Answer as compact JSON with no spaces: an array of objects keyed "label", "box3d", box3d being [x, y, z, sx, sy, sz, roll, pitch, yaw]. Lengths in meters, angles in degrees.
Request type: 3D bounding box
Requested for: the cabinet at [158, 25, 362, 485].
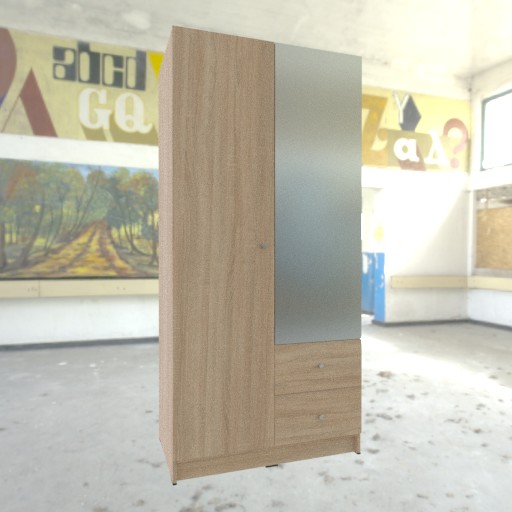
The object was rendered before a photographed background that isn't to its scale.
[{"label":"cabinet","box3d":[0.000,0.000,2.463,1.001,2.121,0.590,0,0,-19]}]
